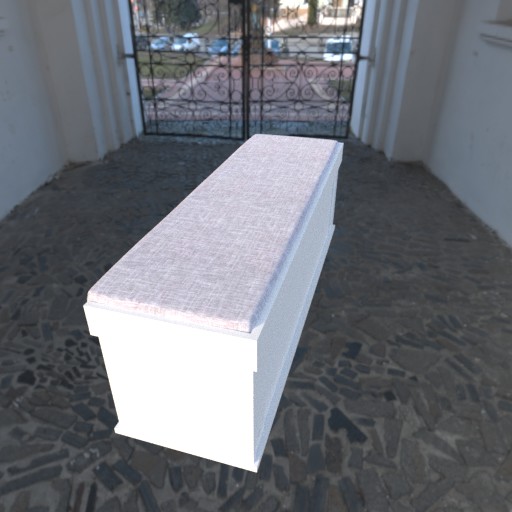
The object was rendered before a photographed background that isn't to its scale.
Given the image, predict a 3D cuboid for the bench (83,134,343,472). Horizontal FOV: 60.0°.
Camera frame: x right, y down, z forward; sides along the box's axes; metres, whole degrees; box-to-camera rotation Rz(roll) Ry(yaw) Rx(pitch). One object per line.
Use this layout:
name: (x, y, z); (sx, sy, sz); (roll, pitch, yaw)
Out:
bench: (0.000, 0.000, 1.412); (0.363, 0.453, 1.196); (9, 32, 14)
